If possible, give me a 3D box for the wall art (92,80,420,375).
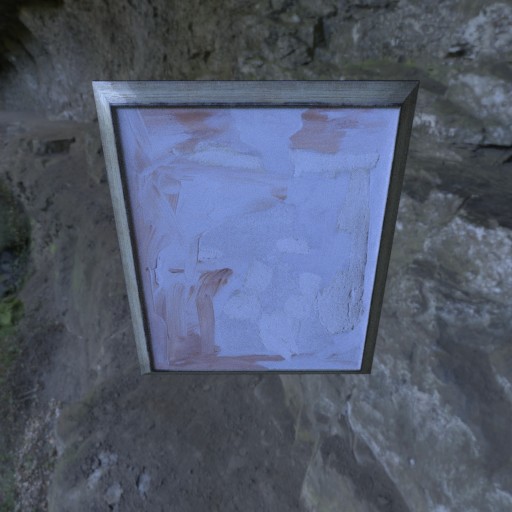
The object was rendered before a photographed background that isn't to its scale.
[{"bbox_3d":[0.000,0.000,0.619,0.381,0.457,0.023,0,29,0],"label":"wall art"}]
